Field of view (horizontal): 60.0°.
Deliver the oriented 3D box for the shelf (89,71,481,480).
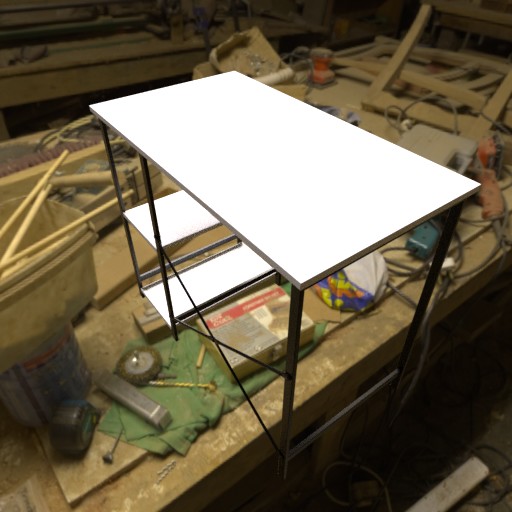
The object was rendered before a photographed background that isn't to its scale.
[{"bbox_3d":[0.000,0.000,1.327,0.498,0.750,0.902,-26,47,-27],"label":"shelf"}]
